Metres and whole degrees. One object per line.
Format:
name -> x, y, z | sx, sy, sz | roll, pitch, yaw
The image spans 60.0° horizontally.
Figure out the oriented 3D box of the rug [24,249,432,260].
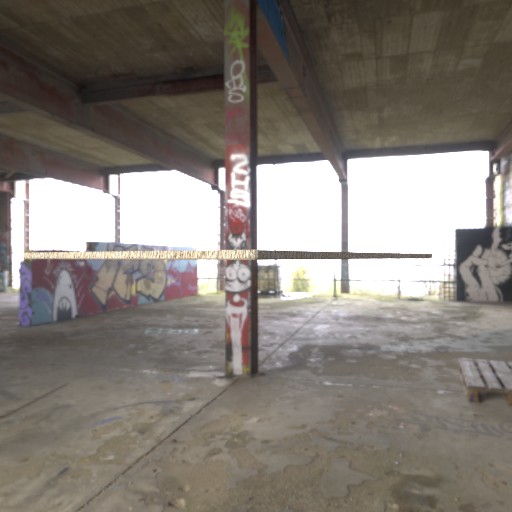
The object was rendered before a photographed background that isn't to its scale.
rug -> 0.000, 0.000, 2.100 | 1.200, 0.027, 1.600 | 0, 0, 37
